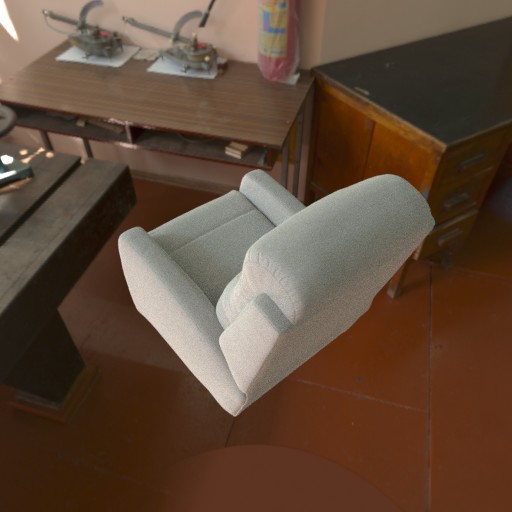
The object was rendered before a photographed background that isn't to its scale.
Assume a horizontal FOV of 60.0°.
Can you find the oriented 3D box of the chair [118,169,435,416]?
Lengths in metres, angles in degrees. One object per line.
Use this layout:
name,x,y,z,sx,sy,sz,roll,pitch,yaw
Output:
chair,0.000,0.000,1.768,0.798,1.013,1.043,-31,53,-27
